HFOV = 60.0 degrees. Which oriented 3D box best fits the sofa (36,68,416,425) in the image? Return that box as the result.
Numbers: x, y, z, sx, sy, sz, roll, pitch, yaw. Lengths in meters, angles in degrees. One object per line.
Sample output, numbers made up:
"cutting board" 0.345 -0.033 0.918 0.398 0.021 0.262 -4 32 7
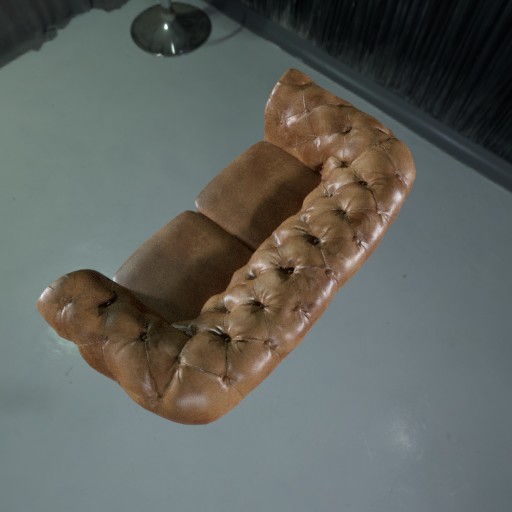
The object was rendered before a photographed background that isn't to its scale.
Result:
"sofa" 0.000 0.000 2.506 1.042 0.877 1.979 37 69 16
